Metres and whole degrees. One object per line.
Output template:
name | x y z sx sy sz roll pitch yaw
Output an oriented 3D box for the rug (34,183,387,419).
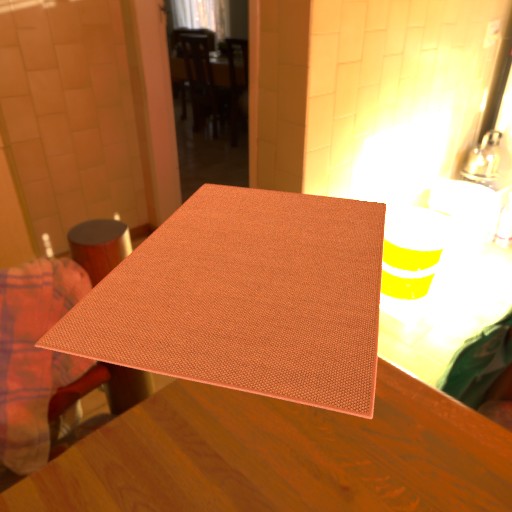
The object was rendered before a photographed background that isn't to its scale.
rug | 0.000 0.000 2.740 1.524 0.013 2.134 8 31 14
